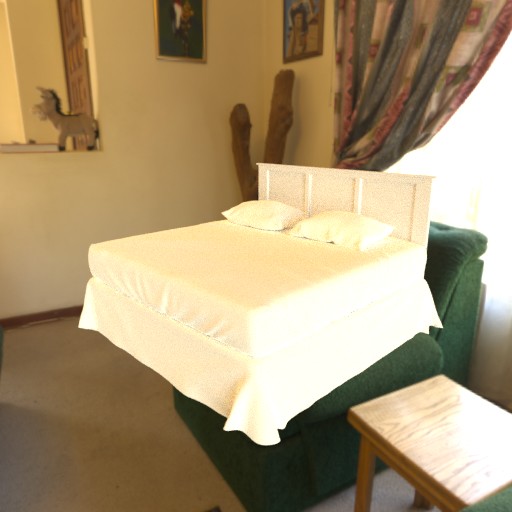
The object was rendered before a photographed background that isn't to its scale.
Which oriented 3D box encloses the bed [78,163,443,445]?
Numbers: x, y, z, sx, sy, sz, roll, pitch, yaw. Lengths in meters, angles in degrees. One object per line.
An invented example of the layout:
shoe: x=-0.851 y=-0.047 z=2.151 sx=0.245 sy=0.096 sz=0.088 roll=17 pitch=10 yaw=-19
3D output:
bed: x=0.000 y=0.000 z=3.613 sx=2.215 sy=1.273 sz=2.317 roll=-15 pitch=22 yaw=-43
